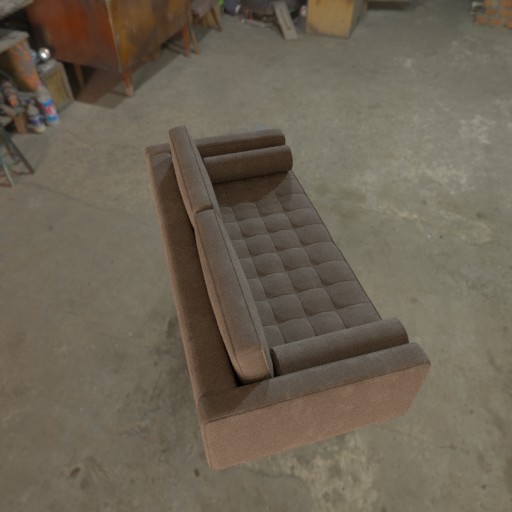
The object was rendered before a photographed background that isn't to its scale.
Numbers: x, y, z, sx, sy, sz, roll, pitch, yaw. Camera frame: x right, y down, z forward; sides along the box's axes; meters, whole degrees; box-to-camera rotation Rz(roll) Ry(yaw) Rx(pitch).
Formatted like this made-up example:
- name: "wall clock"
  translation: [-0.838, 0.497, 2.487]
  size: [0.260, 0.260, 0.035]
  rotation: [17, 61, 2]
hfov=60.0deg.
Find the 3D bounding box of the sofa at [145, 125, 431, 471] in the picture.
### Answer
- name: "sofa"
  translation: [0.000, 0.000, 2.342]
  size: [0.920, 0.769, 1.883]
  rotation: [-12, 46, -11]
